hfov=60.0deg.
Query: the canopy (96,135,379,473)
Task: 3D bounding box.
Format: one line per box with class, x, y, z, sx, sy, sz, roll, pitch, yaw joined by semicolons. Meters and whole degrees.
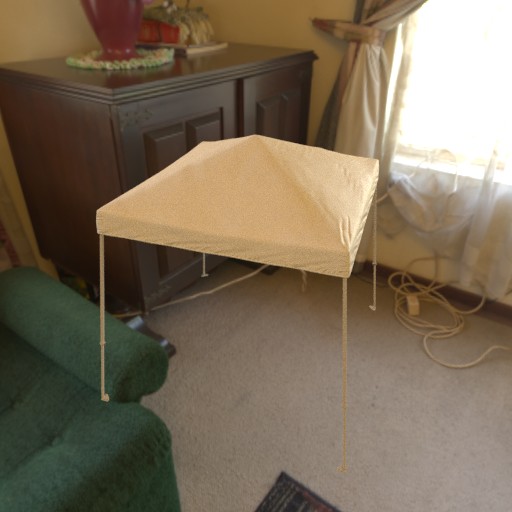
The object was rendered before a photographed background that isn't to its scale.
canopy;0.000;0.000;6.581;3.599;3.600;3.600;10;32;16
